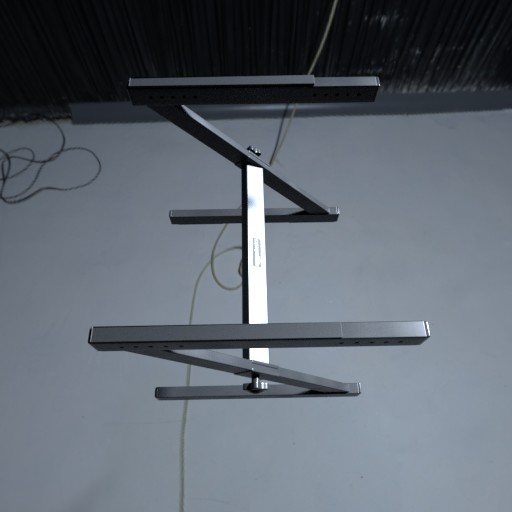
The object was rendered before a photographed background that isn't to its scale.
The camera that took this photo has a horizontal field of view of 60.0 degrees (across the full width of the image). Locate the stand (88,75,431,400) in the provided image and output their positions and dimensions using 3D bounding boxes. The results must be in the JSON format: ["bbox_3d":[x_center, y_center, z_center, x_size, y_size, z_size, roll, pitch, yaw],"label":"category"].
[{"bbox_3d":[0.000,0.000,1.160,0.586,0.617,0.700,-1,63,-1],"label":"stand"}]
